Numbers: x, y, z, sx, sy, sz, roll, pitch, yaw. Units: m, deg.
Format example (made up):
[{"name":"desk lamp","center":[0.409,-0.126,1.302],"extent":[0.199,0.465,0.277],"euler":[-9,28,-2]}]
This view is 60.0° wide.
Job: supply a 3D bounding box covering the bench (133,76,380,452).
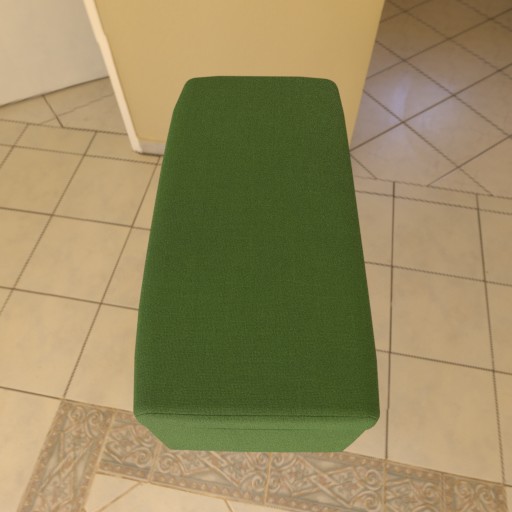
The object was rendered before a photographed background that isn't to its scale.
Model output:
[{"name":"bench","center":[0.000,0.000,1.256],"extent":[0.505,0.501,0.989],"euler":[1,58,0]}]
